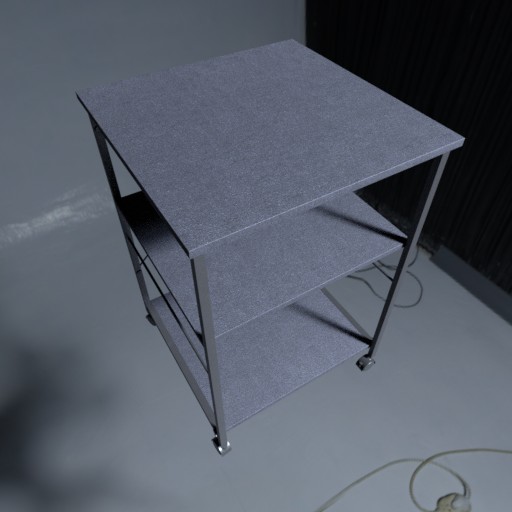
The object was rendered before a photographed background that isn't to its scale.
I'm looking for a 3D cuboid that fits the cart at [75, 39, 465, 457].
[{"bbox_3d":[0.000,0.000,1.092,0.521,0.762,0.520,-24,51,-21],"label":"cart"}]
